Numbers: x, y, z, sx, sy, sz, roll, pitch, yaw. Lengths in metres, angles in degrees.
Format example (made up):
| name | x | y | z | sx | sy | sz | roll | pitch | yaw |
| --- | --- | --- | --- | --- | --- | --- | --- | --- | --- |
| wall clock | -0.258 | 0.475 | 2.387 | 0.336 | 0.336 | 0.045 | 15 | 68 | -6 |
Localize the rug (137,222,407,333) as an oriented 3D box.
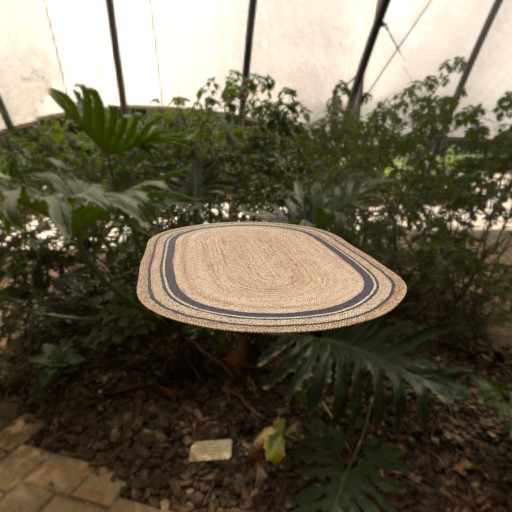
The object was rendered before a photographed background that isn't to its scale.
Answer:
| name | x | y | z | sx | sy | sz | roll | pitch | yaw |
| --- | --- | --- | --- | --- | --- | --- | --- | --- | --- |
| rug | 0.000 | 0.000 | 3.017 | 1.520 | 0.006 | 2.432 | -3 | 16 | -10 |
